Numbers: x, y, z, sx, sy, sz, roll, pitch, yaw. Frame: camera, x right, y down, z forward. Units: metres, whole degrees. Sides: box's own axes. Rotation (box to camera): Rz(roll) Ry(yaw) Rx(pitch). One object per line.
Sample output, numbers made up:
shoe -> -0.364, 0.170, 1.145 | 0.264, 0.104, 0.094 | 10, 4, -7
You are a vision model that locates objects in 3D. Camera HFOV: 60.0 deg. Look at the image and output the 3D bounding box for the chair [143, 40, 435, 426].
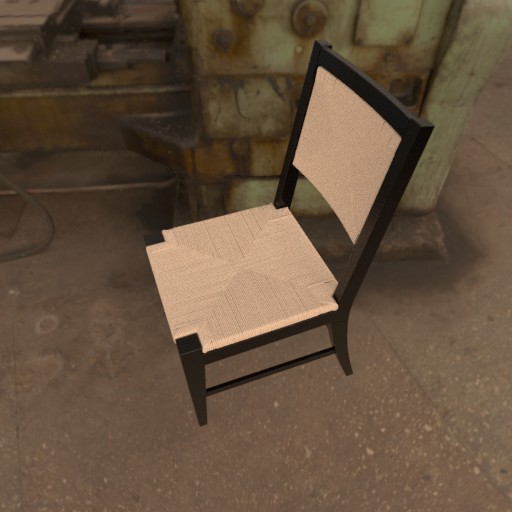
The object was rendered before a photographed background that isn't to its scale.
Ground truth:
chair -> 0.000, 0.000, 1.220 | 0.552, 0.927, 0.437 | -16, 48, -14
